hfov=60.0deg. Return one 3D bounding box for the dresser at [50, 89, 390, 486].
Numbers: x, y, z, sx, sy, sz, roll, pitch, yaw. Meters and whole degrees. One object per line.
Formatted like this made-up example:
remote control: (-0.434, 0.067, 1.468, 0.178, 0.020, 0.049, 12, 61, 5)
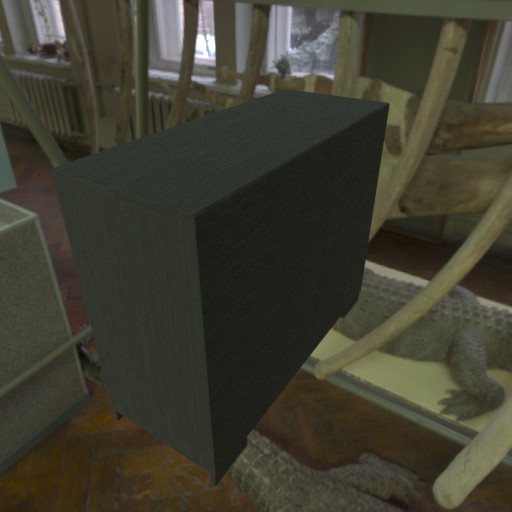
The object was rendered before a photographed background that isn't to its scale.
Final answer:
dresser: (0.000, 0.000, 1.422, 0.404, 0.816, 0.994, 19, 37, 28)
